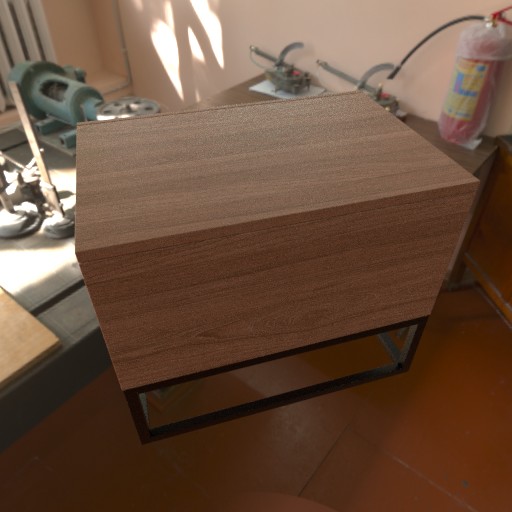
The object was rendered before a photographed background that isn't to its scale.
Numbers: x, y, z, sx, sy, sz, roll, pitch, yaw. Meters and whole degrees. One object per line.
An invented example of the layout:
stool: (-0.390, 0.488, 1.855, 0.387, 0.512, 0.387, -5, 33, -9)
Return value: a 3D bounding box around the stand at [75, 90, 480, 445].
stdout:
stand: (0.000, 0.000, 0.935, 0.600, 0.500, 0.420, -11, 42, -13)
